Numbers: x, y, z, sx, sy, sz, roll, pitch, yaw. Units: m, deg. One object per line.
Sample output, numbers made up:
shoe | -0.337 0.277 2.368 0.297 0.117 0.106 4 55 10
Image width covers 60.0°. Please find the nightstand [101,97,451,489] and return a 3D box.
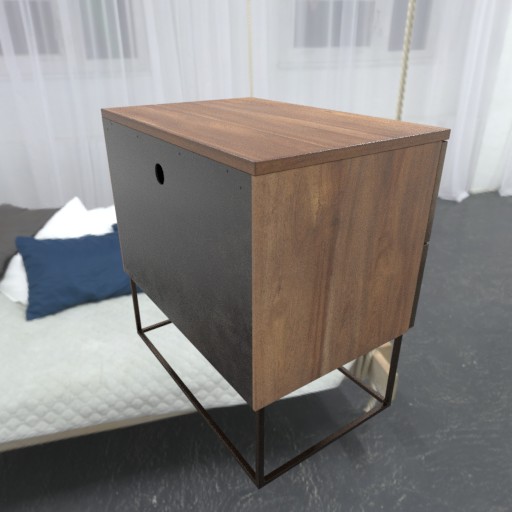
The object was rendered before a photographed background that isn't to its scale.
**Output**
nightstand | 0.000 0.000 1.010 0.427 0.611 0.605 -17 30 -31
